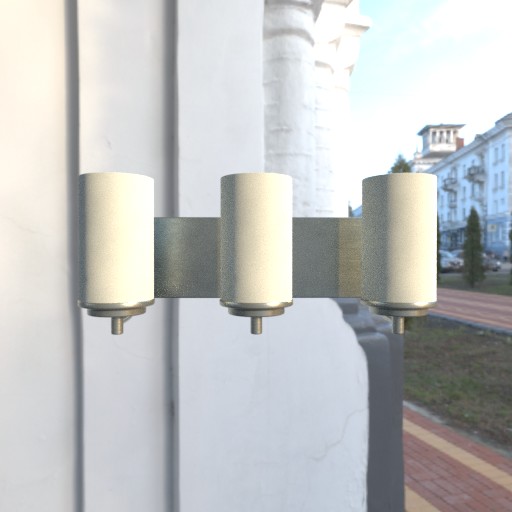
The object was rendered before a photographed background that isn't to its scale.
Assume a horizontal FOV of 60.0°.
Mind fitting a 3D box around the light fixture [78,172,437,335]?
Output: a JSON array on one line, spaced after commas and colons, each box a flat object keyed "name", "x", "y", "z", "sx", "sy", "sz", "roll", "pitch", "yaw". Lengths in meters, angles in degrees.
[{"name": "light fixture", "x": 0.000, "y": 0.000, "z": 0.524, "sx": 0.451, "sy": 0.172, "sz": 0.145, "roll": 0, "pitch": 1, "yaw": -1}]
